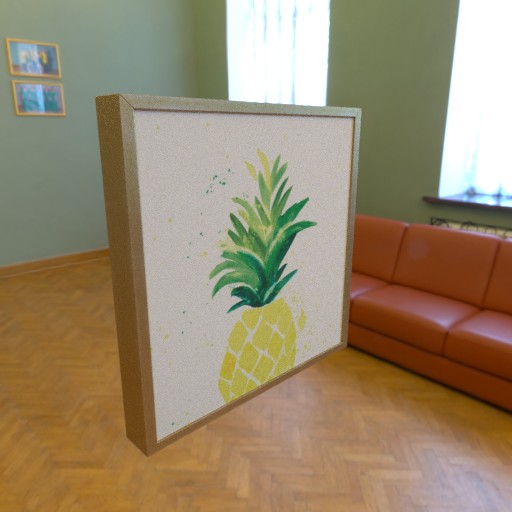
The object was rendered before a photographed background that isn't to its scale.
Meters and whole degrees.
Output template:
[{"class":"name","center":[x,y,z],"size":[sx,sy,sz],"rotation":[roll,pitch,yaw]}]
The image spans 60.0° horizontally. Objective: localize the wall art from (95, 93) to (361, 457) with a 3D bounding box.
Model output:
[{"class":"wall art","center":[0.000,0.000,0.468],"size":[0.306,0.305,0.038],"rotation":[-15,21,-42]}]
